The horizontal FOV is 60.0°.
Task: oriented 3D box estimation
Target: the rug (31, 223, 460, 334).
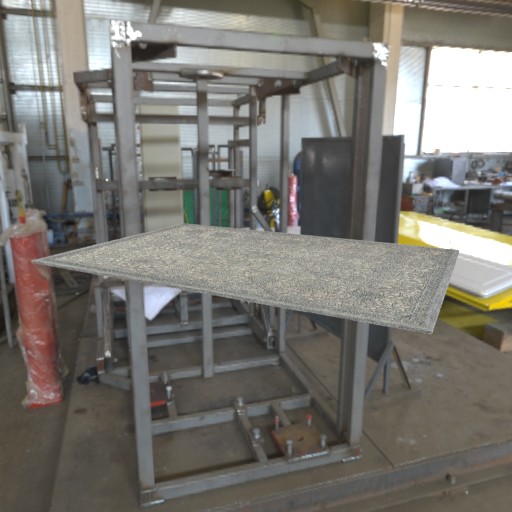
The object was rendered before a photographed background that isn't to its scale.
[{"bbox_3d":[0.000,0.000,2.254,1.819,0.012,1.208,7,16,27],"label":"rug"}]
